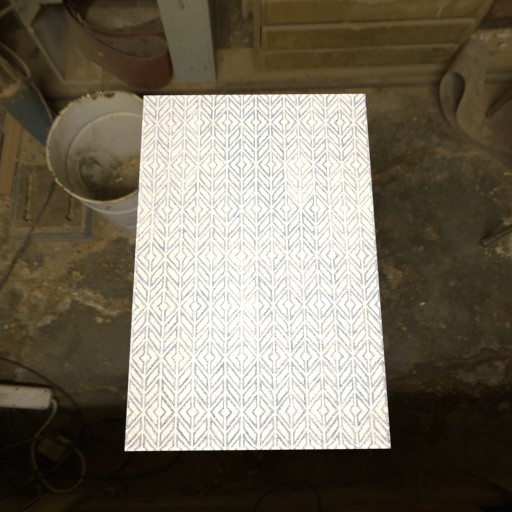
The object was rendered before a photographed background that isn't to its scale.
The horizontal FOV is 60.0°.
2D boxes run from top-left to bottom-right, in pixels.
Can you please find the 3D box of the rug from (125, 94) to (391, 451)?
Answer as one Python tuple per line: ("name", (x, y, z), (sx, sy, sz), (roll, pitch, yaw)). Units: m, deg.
("rug", (0.000, 0.000, 2.241), (1.220, 0.008, 1.824), (-1, 77, 0))
